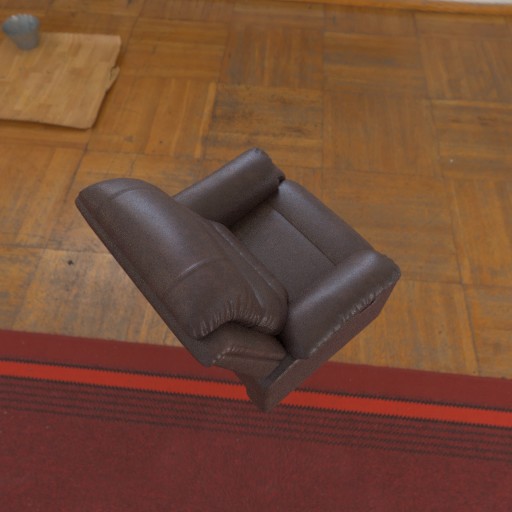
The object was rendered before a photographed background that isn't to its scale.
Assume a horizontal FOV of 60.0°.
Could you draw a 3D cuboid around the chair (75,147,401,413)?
[{"bbox_3d":[0.000,0.000,1.693,0.919,0.992,0.855,-35,64,-20],"label":"chair"}]
